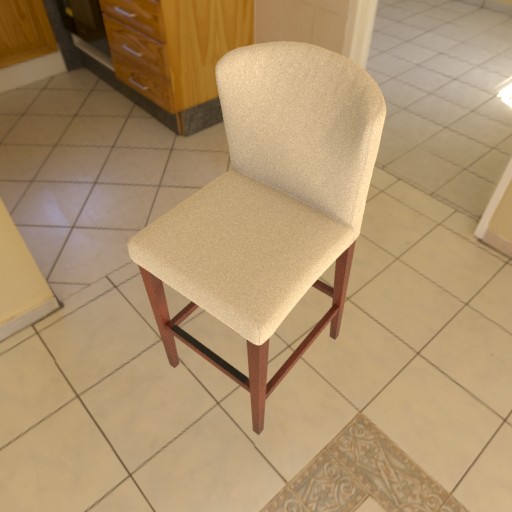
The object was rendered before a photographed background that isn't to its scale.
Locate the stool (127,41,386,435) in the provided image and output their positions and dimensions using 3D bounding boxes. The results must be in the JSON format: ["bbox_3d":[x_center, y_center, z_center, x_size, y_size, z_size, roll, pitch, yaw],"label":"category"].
[{"bbox_3d":[0.000,0.000,1.349,0.479,1.069,0.568,30,54,25],"label":"stool"}]
